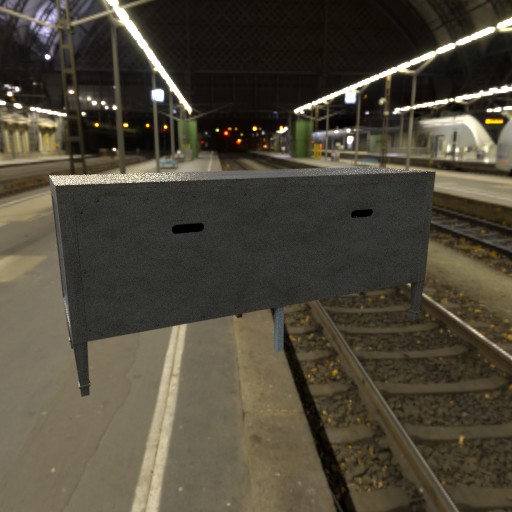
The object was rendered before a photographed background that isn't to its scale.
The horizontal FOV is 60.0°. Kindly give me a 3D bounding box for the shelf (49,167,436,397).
[{"bbox_3d":[0.000,0.000,1.956,1.575,0.719,0.479,-7,16,-26],"label":"shelf"}]
